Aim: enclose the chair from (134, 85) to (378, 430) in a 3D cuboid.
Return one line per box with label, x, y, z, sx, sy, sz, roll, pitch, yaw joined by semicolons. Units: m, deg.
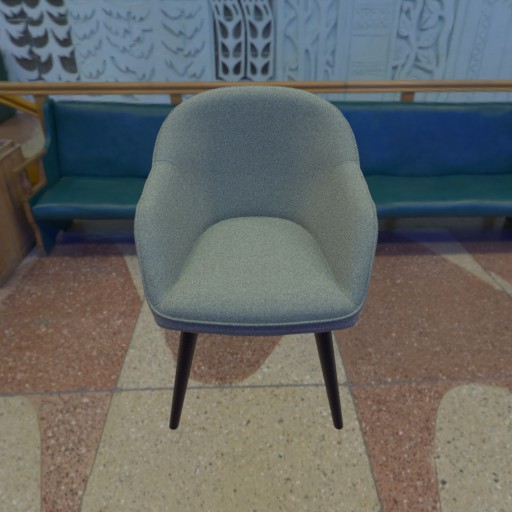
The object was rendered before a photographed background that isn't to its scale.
chair;0.000;0.000;1.251;0.589;0.810;0.611;0;31;0
